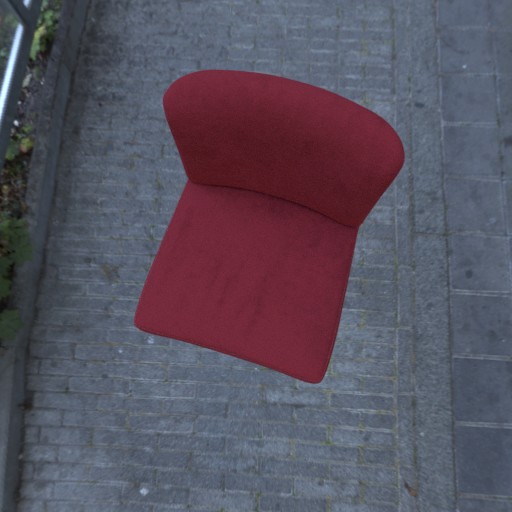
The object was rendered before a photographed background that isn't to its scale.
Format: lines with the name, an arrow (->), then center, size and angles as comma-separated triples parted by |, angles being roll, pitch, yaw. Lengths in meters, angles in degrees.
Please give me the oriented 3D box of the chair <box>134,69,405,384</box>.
chair -> 0.000, 0.000, 1.207 | 0.530, 0.824, 0.560 | 16, 76, 4
